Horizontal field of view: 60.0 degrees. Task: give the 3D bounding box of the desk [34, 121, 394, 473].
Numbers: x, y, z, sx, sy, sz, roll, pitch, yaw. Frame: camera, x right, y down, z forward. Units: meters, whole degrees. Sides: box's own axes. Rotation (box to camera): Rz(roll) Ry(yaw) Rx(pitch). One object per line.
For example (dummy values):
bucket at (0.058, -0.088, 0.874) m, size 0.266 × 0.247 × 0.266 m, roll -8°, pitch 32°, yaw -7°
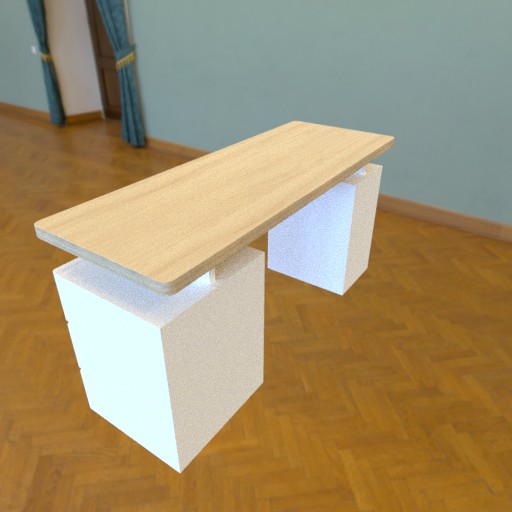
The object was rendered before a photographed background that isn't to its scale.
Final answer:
desk at (0.000, 0.000, 1.870) m, size 0.550 × 0.755 × 1.500 m, roll 20°, pitch 36°, yaw 30°
